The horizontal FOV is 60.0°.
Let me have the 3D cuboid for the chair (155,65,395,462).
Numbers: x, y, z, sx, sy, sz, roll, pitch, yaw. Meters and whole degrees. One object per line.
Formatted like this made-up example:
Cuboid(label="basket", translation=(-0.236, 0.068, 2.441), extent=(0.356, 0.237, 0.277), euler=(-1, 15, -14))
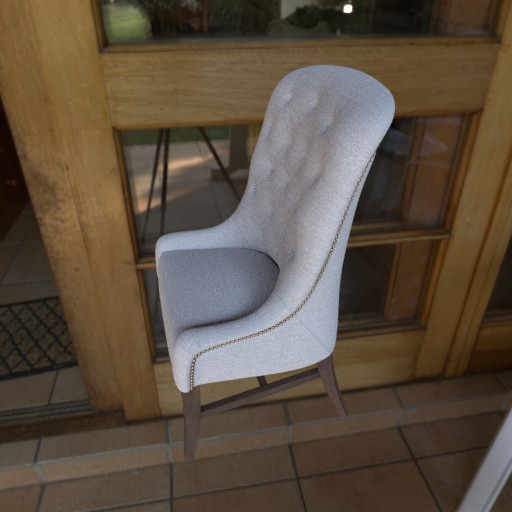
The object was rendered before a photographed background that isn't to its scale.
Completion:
Cuboid(label="chair", translation=(0.000, 0.000, 1.422), extent=(0.629, 1.091, 0.634), euler=(-8, 33, -13))
